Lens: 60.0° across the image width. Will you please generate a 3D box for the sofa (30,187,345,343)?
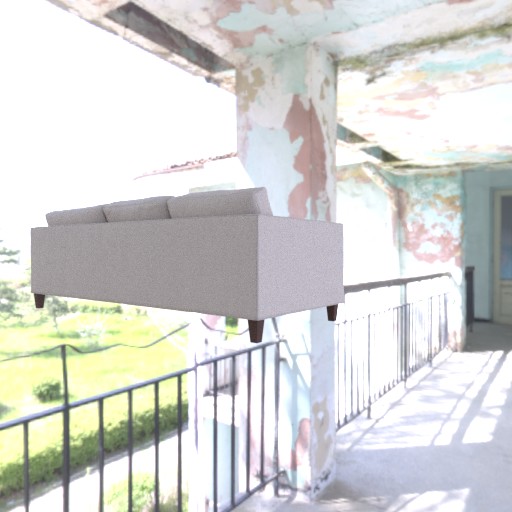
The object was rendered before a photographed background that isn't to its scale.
[{"bbox_3d":[0.000,0.000,4.284,2.432,0.863,3.182,1,1,37],"label":"sofa"}]
